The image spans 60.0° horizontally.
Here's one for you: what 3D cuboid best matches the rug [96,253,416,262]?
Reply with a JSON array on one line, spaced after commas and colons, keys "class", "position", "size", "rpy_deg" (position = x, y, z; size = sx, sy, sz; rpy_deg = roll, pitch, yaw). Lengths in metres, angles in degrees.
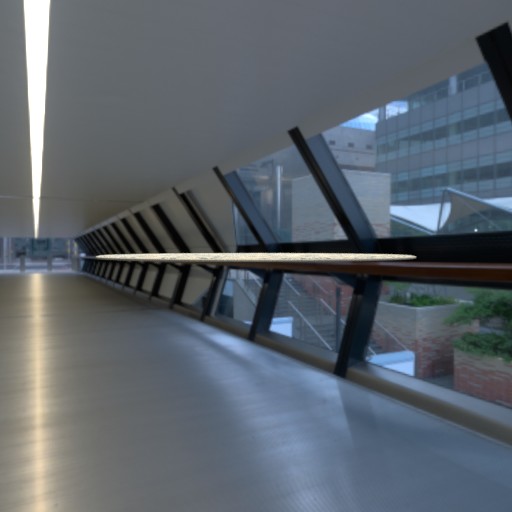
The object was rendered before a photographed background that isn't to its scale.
[{"class": "rug", "position": [0.000, 0.000, 2.340], "size": [1.593, 0.012, 1.593], "rpy_deg": [0, 1, 0]}]
